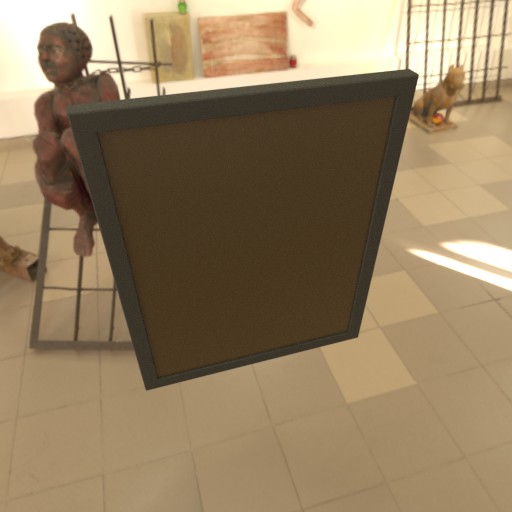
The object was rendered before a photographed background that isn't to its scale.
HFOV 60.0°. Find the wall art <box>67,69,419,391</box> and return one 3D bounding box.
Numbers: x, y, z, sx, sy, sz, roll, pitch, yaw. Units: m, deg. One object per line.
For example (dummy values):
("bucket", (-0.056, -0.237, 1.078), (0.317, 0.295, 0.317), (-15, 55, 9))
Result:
("wall art", (0.000, 0.000, 0.743), (0.457, 0.558, 0.028), (-11, 42, -13))
